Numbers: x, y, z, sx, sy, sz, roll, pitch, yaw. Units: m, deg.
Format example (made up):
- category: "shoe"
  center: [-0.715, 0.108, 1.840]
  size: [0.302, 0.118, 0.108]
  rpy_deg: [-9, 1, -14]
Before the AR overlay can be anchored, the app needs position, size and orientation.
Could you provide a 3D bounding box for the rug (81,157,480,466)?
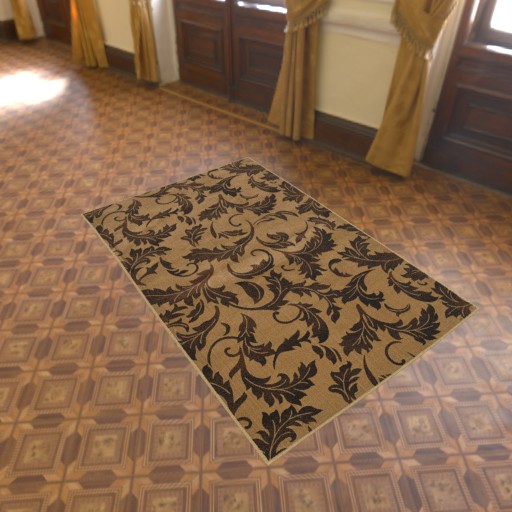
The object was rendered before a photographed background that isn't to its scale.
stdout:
- category: "rug"
  center: [0.000, 0.000, 2.882]
  size: [1.522, 0.008, 2.284]
  rpy_deg: [-25, 46, -27]
